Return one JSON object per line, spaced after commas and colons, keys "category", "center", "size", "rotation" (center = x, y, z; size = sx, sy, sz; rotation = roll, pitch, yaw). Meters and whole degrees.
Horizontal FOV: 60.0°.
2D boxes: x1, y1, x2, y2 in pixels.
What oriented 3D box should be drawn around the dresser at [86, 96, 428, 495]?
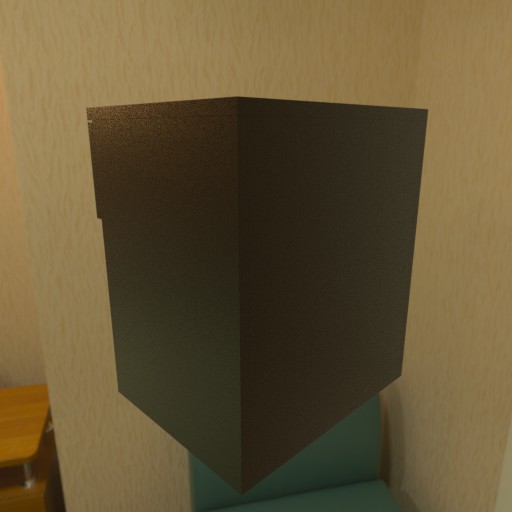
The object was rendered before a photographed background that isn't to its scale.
{"category": "dresser", "center": [0.000, 0.000, 0.745], "size": [0.400, 0.470, 0.360], "rotation": [-15, 22, -42]}
